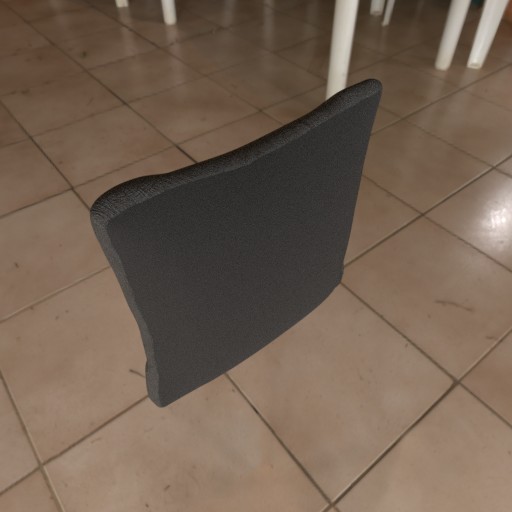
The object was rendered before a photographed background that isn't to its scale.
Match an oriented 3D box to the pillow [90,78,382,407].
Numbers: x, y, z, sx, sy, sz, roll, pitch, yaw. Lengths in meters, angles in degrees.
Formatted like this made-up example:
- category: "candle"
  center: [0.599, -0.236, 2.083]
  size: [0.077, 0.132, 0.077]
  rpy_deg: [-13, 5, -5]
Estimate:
- category: "pillow"
  center: [0.000, 0.000, 0.810]
  size: [0.533, 0.523, 0.210]
  rpy_deg: [-31, 54, -26]
